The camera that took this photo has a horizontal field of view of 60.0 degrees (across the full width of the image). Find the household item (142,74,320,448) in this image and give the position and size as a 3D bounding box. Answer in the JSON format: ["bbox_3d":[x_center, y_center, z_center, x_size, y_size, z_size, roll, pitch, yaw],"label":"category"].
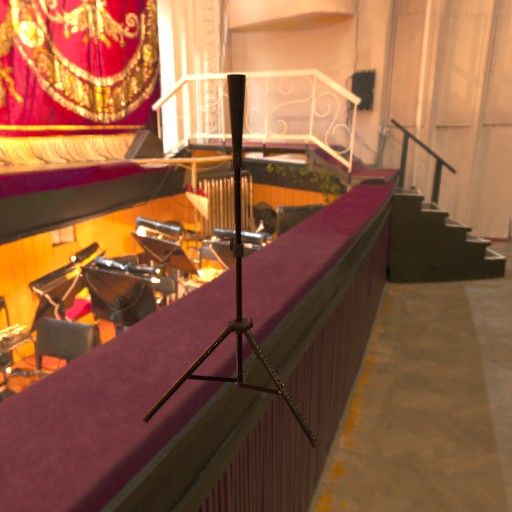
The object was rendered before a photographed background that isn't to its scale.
[{"bbox_3d":[0.000,0.000,1.409,0.559,1.067,0.559,8,18,26],"label":"household item"}]
